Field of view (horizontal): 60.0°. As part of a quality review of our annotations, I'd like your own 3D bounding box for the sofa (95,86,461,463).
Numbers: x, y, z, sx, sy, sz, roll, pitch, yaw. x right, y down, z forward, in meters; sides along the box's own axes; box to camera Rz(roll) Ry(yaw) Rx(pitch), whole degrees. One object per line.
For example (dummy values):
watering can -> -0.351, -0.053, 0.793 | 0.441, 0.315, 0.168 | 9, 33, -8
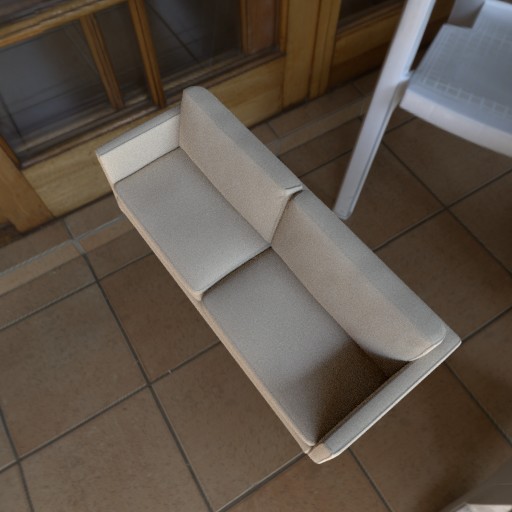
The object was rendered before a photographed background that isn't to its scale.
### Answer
sofa -> 0.000, 0.000, 2.849 | 0.951, 0.968, 2.361 | -34, 68, -16
